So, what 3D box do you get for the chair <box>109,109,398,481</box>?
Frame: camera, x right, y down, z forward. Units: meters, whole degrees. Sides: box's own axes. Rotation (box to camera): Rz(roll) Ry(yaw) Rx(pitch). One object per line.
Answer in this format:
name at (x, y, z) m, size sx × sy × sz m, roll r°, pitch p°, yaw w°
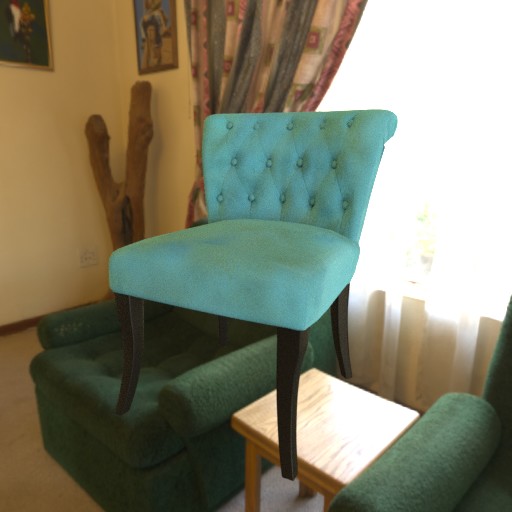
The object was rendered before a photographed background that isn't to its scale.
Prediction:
chair at (0.000, 0.000, 1.169) m, size 0.582 × 0.750 × 0.605 m, roll 8°, pitch 16°, yaw 27°
